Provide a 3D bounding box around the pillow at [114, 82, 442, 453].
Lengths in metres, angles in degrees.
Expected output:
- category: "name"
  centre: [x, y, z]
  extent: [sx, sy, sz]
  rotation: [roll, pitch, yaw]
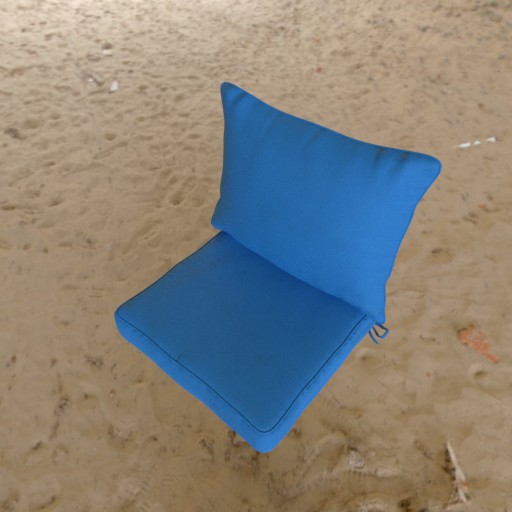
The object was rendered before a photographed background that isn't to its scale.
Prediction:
- category: "pillow"
  centre: [0.000, 0.000, 1.386]
  extent: [0.798, 0.725, 0.733]
  rotation: [30, 52, 27]
